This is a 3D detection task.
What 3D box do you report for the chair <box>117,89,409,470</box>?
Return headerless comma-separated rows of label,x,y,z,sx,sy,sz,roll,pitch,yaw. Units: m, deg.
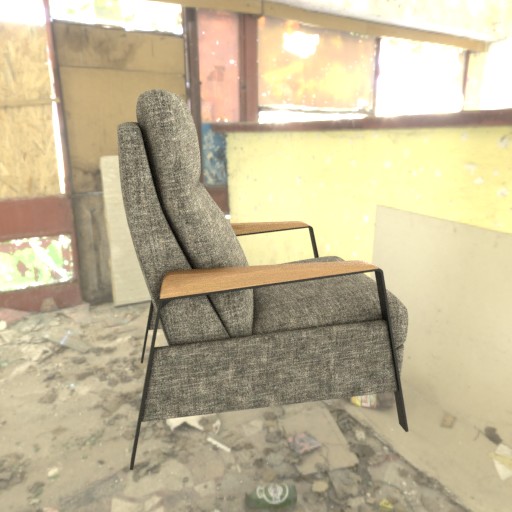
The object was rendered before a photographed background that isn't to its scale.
chair,0.000,0.000,1.527,0.868,1.042,0.671,-3,15,-11
